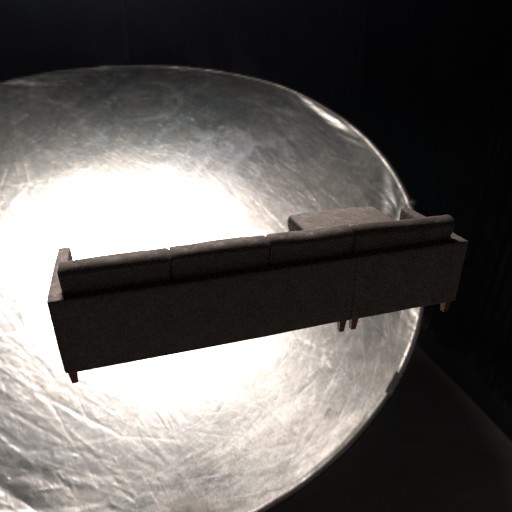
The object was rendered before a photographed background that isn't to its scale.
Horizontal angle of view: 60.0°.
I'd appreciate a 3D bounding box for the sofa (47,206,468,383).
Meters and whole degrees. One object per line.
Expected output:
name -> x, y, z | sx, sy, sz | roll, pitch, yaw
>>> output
sofa -> 0.000, 0.000, 4.236 | 3.471, 0.954, 1.606 | -8, 27, -15
